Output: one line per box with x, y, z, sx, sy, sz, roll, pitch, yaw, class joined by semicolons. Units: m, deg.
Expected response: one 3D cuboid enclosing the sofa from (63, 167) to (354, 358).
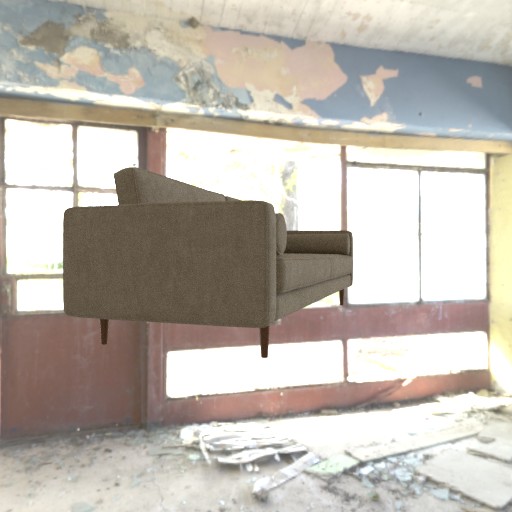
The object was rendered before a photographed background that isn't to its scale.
0.000;0.000;2.688;0.919;0.770;2.200;0;0;20;sofa
